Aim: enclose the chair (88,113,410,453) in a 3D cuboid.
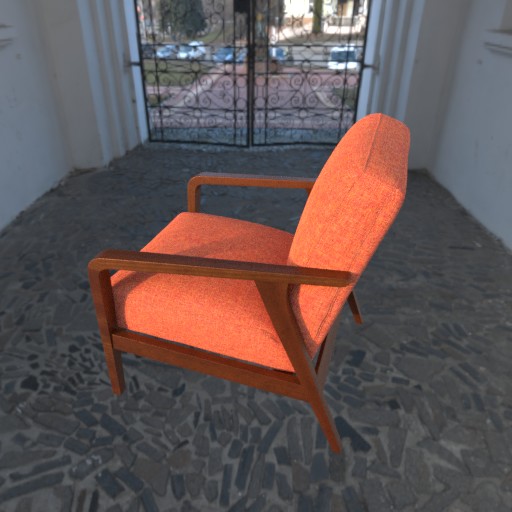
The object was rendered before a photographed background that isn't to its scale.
[{"bbox_3d":[0.000,0.000,1.489,0.860,0.890,0.719,9,32,15],"label":"chair"}]
